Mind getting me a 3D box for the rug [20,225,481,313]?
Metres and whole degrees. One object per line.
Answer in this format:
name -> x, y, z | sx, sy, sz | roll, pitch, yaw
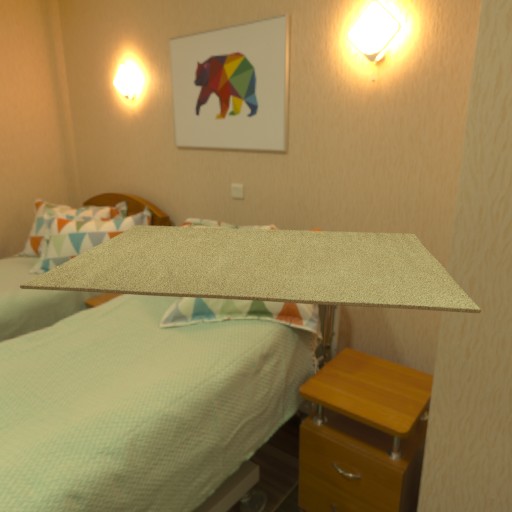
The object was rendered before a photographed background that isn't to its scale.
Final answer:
rug -> 0.000, 0.000, 3.419 | 2.699, 0.025, 1.800 | 2, 16, 8
